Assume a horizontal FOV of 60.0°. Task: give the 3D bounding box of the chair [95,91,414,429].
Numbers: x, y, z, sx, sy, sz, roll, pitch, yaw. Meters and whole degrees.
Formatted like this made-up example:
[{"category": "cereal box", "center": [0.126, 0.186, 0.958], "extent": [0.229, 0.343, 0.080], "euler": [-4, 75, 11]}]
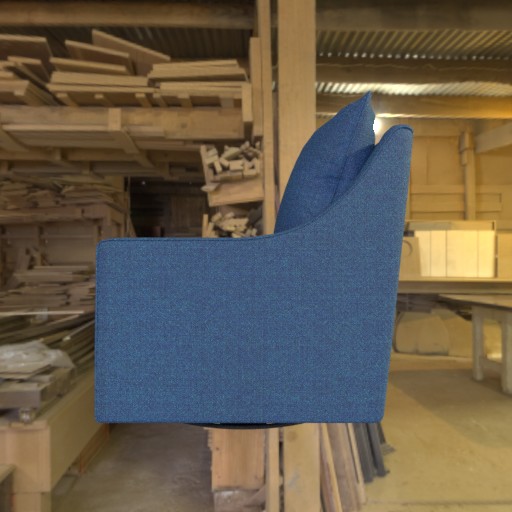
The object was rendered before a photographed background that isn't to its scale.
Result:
[{"category": "chair", "center": [0.000, 0.000, 1.549], "extent": [0.870, 0.939, 0.750], "euler": [0, 0, 0]}]
